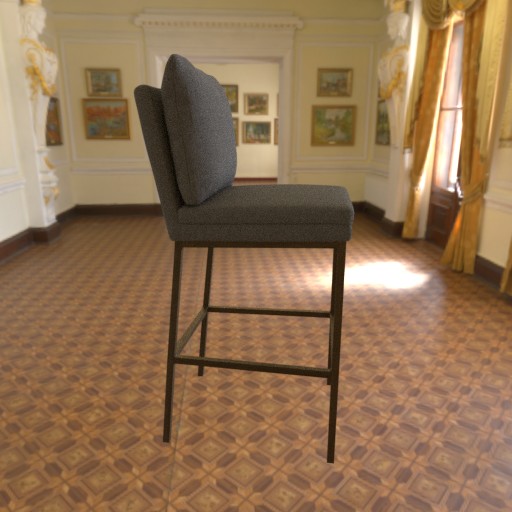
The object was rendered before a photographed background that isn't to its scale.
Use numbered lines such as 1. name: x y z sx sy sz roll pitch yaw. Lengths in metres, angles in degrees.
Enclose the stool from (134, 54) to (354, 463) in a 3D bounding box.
1. stool: 0.000 0.000 1.412 0.569 1.132 0.463 2 16 8
